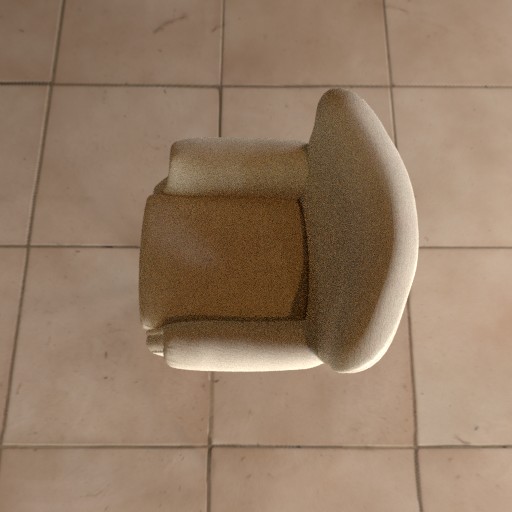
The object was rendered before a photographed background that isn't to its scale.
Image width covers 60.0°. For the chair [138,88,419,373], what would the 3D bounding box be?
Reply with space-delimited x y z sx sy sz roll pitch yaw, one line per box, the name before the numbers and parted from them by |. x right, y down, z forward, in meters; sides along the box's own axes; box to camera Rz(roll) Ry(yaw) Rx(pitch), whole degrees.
chair | 0.000 0.000 1.683 0.921 0.936 0.861 -1 76 0
